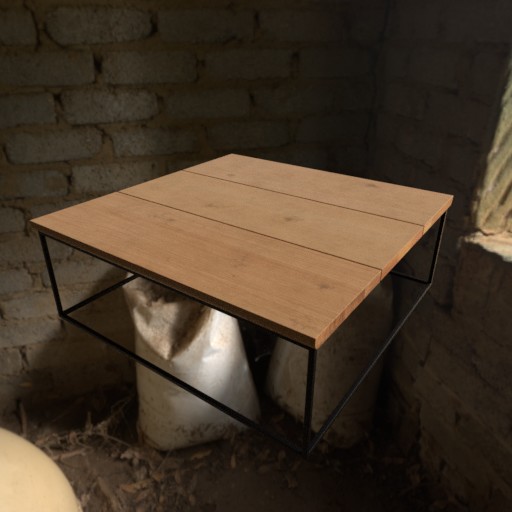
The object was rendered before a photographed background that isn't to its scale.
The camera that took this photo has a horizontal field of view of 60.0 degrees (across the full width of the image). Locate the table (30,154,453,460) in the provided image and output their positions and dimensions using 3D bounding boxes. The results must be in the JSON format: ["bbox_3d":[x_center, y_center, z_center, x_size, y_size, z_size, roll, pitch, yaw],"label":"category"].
[{"bbox_3d":[0.000,0.000,1.704,1.100,0.400,1.100,18,32,31],"label":"table"}]
